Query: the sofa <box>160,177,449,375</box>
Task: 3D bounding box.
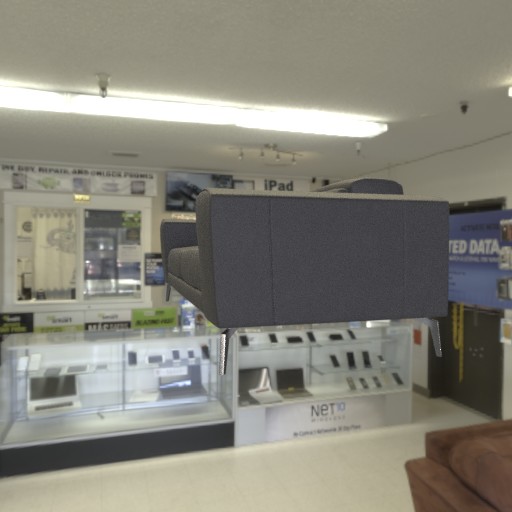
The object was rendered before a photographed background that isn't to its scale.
[{"bbox_3d":[0.000,0.000,2.816,1.048,0.814,2.330,0,1,-16],"label":"sofa"}]
